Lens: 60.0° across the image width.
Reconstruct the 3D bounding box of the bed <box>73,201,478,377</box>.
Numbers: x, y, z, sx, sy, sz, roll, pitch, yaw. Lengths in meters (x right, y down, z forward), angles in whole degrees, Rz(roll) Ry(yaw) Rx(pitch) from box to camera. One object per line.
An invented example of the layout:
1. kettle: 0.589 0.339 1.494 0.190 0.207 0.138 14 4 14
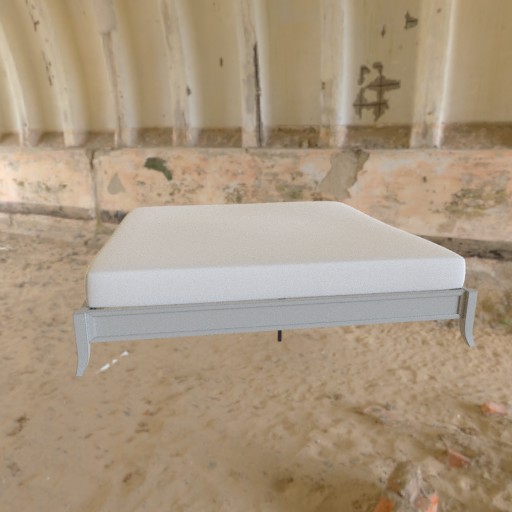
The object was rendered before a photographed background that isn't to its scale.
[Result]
1. bed: 0.000 0.000 3.123 2.007 0.510 2.108 -2 15 -8
